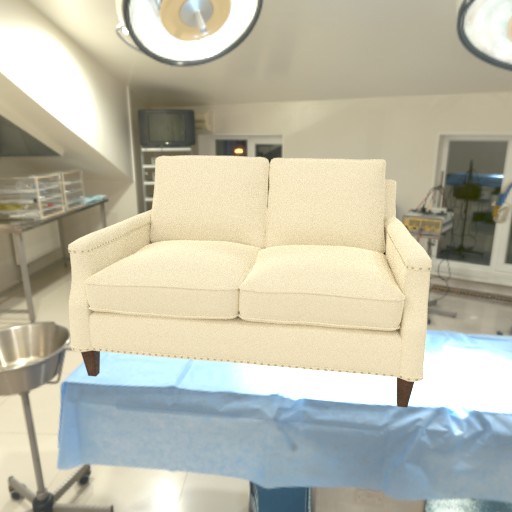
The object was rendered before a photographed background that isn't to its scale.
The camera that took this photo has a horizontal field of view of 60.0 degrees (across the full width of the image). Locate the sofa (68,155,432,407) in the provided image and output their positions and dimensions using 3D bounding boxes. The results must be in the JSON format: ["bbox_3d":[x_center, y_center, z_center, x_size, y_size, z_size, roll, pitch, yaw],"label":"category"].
[{"bbox_3d":[0.000,0.000,2.350,1.597,1.003,1.084,3,16,10],"label":"sofa"}]
